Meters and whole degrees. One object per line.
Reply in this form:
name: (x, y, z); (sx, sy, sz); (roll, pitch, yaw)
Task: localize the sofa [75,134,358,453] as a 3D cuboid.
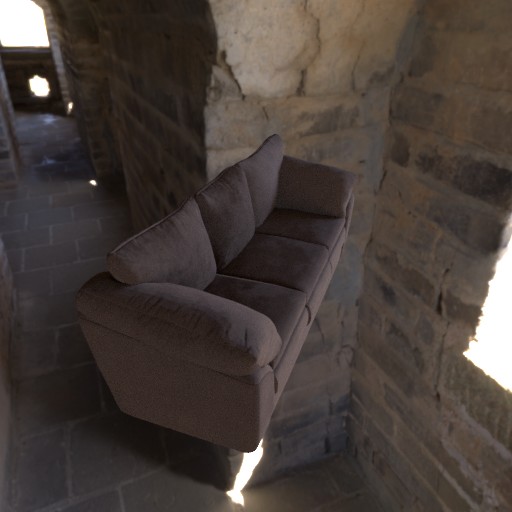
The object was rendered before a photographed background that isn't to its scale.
sofa: (0.000, 0.000, 2.808); (0.878, 1.015, 2.336); (10, 31, 18)
